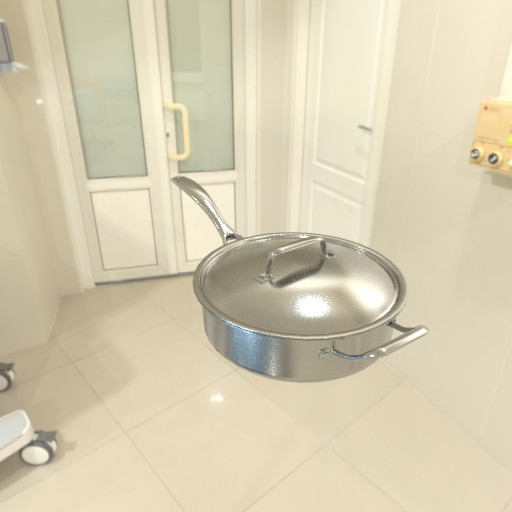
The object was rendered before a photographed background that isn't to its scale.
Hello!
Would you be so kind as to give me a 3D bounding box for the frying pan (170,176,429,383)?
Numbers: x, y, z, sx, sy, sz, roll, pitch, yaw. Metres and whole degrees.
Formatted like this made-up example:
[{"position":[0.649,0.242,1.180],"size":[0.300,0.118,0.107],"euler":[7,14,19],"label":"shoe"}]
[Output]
[{"position":[0.000,0.000,0.589],"size":[0.245,0.111,0.492],"euler":[-17,31,-30],"label":"frying pan"}]
